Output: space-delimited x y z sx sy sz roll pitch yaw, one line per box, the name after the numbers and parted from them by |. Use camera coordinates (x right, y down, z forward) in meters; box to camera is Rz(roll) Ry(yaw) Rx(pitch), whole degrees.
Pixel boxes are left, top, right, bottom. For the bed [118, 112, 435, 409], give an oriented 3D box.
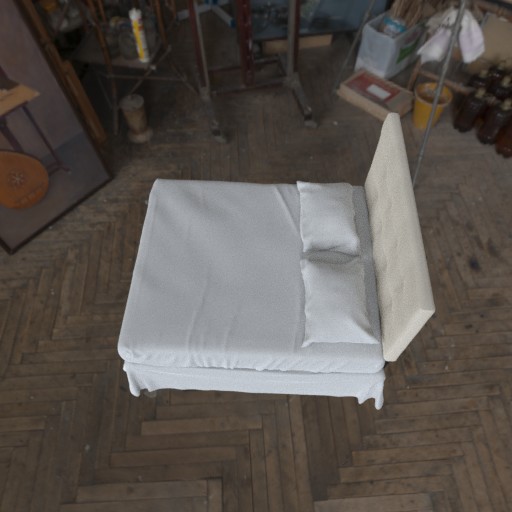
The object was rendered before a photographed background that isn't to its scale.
0.000 0.000 3.535 2.222 1.577 1.936 2 58 1 | bed
